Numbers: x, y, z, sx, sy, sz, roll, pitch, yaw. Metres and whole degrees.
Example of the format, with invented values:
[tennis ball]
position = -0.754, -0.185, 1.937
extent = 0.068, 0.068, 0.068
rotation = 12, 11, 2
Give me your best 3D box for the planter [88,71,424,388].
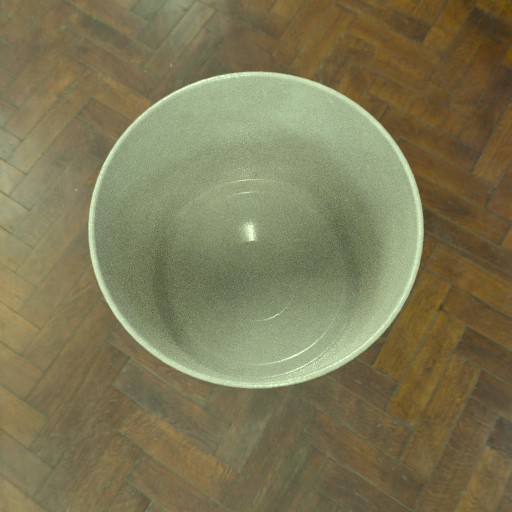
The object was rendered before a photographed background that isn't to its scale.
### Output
[planter]
position = 0.000, 0.000, 0.338
extent = 0.190, 0.181, 0.190
rotation = 0, 75, 0
